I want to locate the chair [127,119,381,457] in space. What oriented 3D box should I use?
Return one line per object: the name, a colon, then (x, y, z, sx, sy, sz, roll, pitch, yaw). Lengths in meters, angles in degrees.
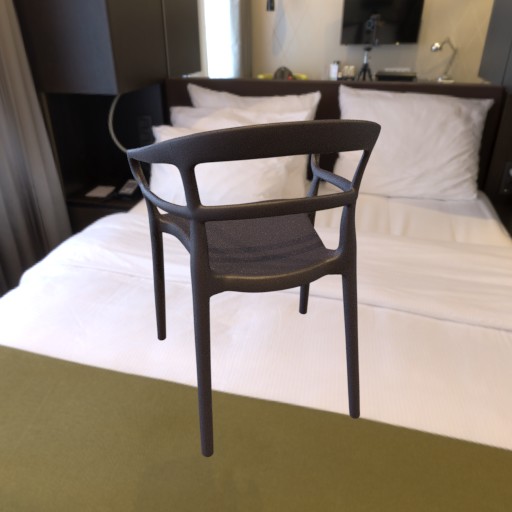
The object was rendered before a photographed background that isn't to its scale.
chair: (0.000, 0.000, 1.132, 0.559, 0.761, 0.527, -8, 28, -15)
